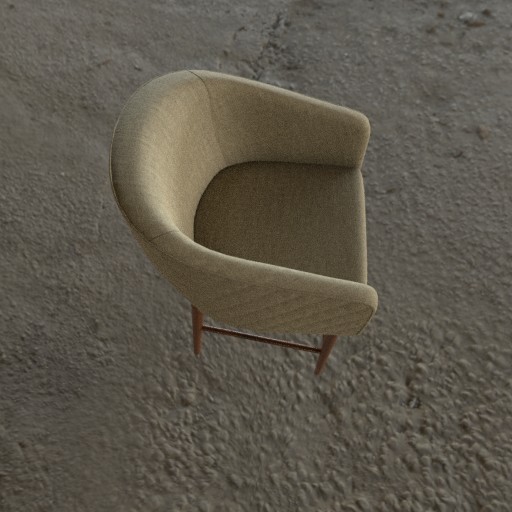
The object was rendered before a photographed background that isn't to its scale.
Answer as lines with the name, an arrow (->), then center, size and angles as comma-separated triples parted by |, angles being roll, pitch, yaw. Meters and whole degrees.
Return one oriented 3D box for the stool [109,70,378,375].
stool -> 0.000, 0.000, 1.396 | 0.607, 1.078, 0.559 | 4, 63, 2
